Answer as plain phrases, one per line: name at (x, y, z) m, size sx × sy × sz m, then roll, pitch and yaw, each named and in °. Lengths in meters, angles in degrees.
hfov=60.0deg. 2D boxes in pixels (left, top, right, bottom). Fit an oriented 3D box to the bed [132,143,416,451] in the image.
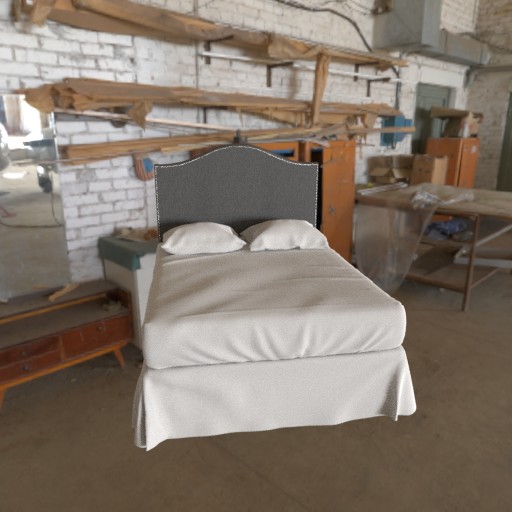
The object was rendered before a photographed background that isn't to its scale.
bed at (0.000, 0.000, 3.483) m, size 1.876 × 1.645 × 2.221 m, roll -3°, pitch 16°, yaw -9°
